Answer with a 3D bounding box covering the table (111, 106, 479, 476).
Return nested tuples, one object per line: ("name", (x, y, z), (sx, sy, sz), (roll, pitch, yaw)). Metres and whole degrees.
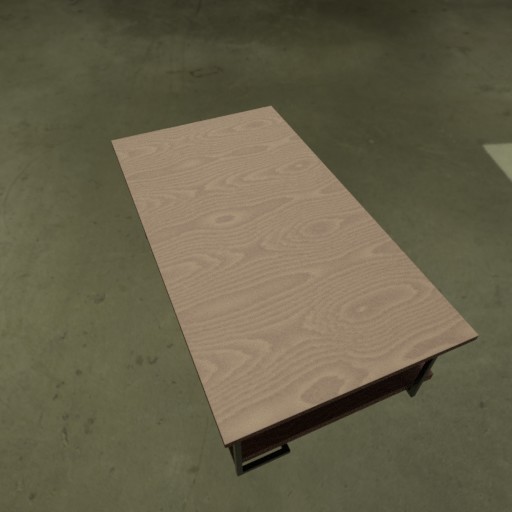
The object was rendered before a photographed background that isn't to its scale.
("table", (0.000, 0.000, 1.476), (0.651, 0.347, 1.197), (-17, 49, -16))
